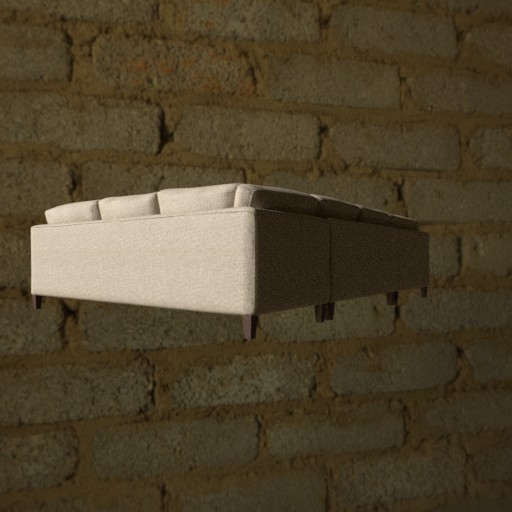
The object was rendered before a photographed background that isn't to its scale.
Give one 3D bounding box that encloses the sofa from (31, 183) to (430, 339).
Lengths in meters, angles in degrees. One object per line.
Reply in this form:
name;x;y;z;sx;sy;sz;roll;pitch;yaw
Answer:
sofa;0.000;0.000;4.606;2.593;0.959;3.460;0;0;37
